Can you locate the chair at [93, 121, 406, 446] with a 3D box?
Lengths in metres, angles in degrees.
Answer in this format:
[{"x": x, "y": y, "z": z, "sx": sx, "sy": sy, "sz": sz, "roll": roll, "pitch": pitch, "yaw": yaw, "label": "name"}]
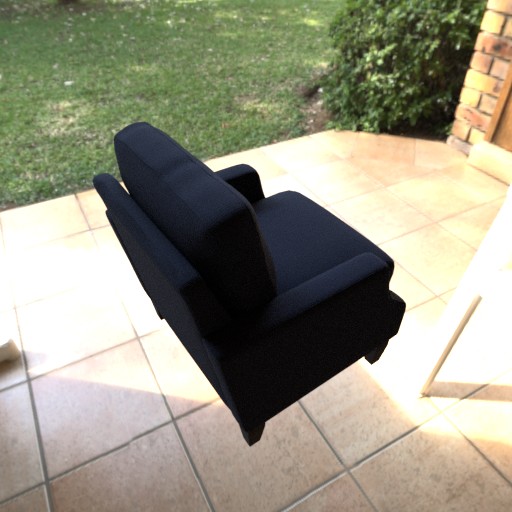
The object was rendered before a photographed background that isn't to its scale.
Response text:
[{"x": 0.000, "y": 0.000, "z": 1.675, "sx": 0.897, "sy": 0.991, "sz": 0.855, "roll": -24, "pitch": 46, "yaw": -26, "label": "chair"}]
